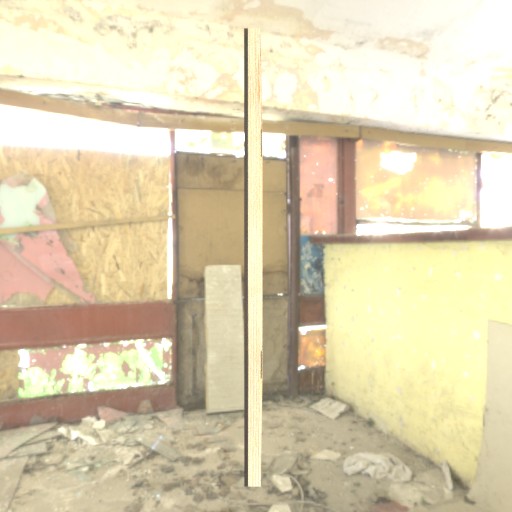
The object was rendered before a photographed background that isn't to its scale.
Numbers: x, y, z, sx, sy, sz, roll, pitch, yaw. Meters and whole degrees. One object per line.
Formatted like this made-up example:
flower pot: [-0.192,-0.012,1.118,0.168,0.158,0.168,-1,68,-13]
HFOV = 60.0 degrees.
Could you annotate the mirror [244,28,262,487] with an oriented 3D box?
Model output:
mirror: [0.000,0.000,1.218,0.032,0.882,0.730,0,1,1]
